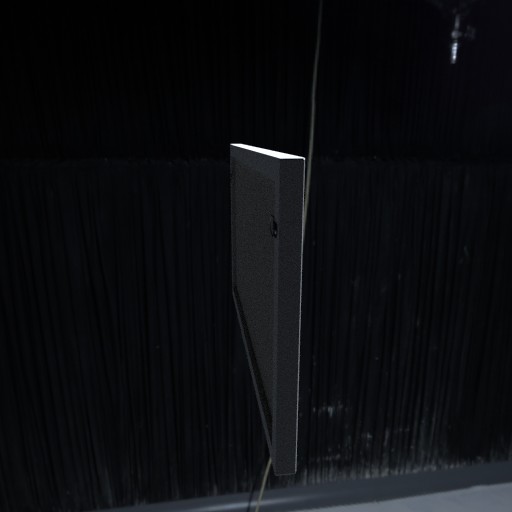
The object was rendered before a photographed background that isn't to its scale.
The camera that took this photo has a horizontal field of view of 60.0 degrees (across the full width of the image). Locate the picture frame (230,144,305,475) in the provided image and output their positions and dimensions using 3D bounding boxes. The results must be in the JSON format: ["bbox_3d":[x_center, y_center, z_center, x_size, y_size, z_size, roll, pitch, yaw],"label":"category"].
[{"bbox_3d":[0.000,0.000,0.801,0.044,0.379,0.647,-2,15,-7],"label":"picture frame"}]
